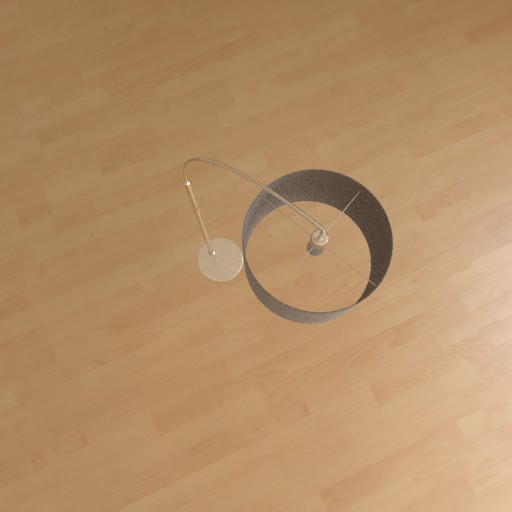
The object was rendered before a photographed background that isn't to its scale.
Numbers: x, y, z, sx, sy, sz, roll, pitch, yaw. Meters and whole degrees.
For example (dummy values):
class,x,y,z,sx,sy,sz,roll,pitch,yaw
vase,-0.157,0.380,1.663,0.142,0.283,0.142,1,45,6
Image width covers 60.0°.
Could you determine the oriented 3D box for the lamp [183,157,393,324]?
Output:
class,x,y,z,sx,sy,sz,roll,pitch,yaw
lamp,0.000,0.000,2.115,0.934,1.735,0.452,39,78,10
